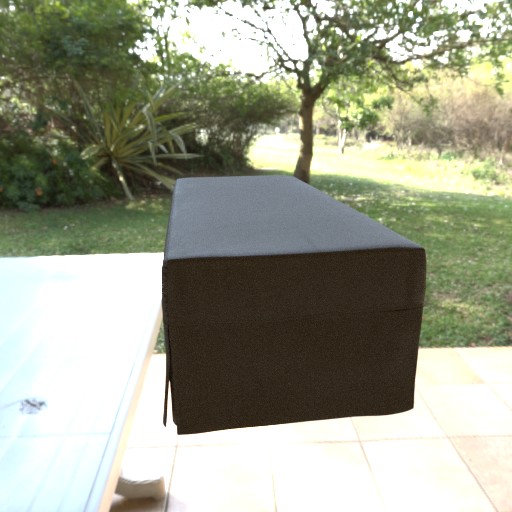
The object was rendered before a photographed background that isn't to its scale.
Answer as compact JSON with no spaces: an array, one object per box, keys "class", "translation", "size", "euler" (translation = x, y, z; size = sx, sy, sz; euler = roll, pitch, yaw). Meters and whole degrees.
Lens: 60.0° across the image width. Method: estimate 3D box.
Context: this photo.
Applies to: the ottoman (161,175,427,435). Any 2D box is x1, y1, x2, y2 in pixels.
[{"class":"ottoman","translation":[0.000,0.000,1.684],"size":[0.665,0.457,1.388],"euler":[-3,18,-8]}]
